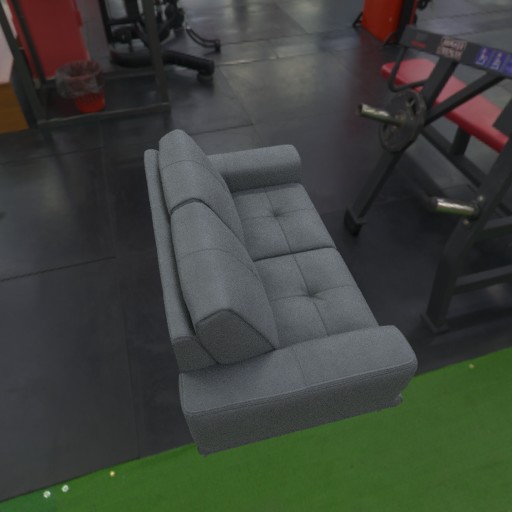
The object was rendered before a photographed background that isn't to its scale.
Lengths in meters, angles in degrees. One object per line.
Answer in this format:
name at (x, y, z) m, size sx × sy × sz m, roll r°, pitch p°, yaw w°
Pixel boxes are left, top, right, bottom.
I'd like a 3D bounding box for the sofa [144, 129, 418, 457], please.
sofa at (0.000, 0.000, 2.432) m, size 1.018 × 0.907 × 1.806 m, roll -10°, pitch 47°, yaw -10°
